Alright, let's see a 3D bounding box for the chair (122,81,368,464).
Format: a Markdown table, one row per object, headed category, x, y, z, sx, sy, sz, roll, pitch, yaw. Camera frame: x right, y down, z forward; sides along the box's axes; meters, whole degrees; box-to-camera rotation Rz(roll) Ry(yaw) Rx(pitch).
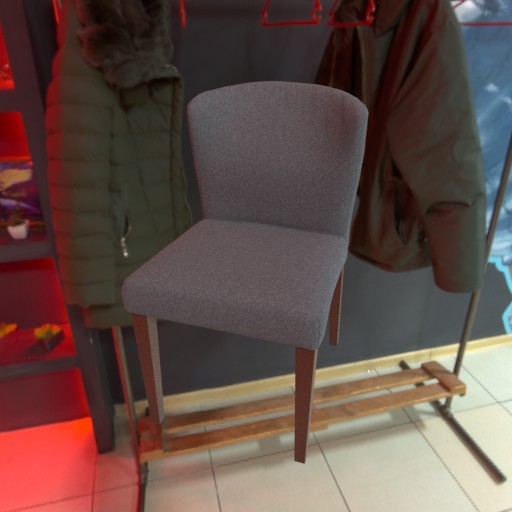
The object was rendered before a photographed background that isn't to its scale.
| category | x | y | z | sx | sy | sz | roll | pitch | yaw |
| --- | --- | --- | --- | --- | --- | --- | --- | --- | --- |
| chair | 0.000 | 0.000 | 1.208 | 0.491 | 0.839 | 0.592 | 8 | 28 | 16 |
